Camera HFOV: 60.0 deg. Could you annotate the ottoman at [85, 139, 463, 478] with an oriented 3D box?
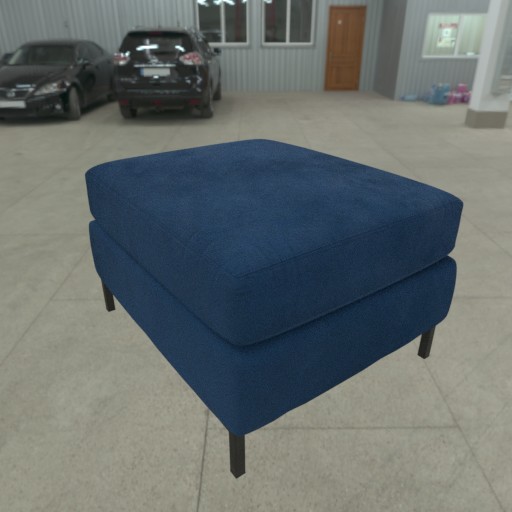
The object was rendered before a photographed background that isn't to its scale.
[{"bbox_3d":[0.000,0.000,1.169,0.655,0.485,0.794,-18,32,-32],"label":"ottoman"}]
